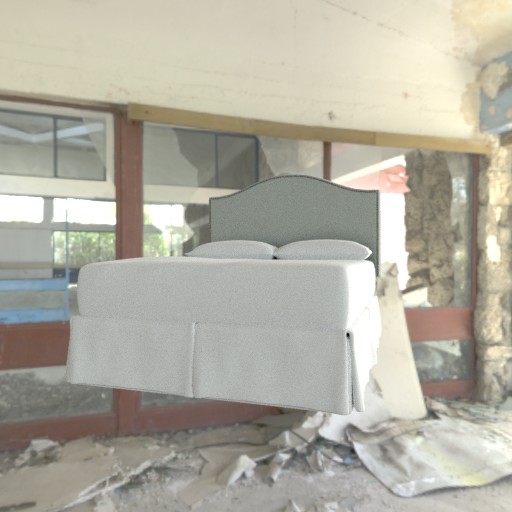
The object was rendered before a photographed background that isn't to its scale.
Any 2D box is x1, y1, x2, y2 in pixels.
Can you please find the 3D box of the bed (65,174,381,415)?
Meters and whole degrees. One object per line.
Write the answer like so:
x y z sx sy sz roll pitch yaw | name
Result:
0.000 0.000 3.426 1.813 1.607 2.180 0 0 19 | bed
